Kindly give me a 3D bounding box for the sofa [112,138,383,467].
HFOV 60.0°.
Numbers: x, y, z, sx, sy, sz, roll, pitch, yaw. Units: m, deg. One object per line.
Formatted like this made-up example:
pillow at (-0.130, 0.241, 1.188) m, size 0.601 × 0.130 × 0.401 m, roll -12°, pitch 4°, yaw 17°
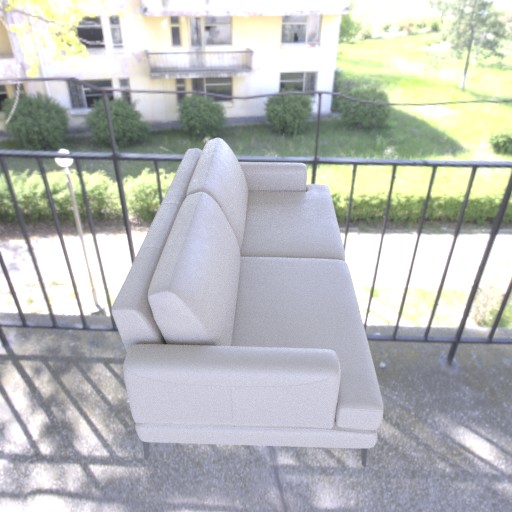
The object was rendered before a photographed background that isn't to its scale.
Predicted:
sofa at (0.000, 0.000, 2.354) m, size 0.974 × 0.765 × 1.940 m, roll 1°, pitch 33°, yaw 2°
